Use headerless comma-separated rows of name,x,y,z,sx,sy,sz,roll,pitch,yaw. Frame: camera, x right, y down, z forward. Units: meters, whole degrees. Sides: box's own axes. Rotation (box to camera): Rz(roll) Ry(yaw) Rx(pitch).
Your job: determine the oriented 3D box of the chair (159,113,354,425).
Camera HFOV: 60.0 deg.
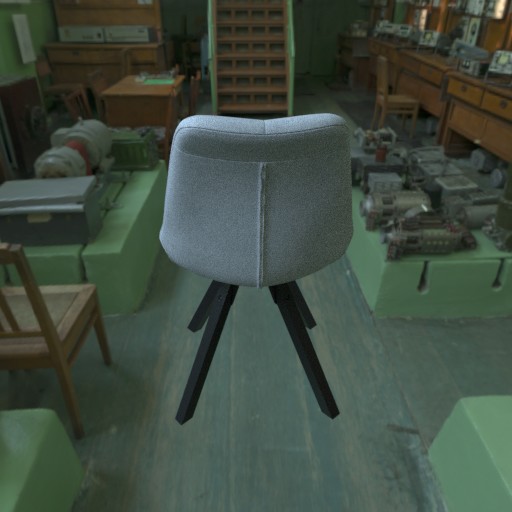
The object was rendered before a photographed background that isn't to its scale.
chair,0.000,0.000,1.191,0.485,0.850,0.550,-2,31,-3
